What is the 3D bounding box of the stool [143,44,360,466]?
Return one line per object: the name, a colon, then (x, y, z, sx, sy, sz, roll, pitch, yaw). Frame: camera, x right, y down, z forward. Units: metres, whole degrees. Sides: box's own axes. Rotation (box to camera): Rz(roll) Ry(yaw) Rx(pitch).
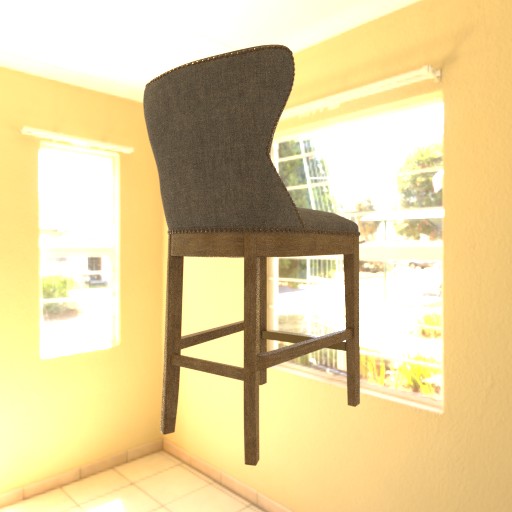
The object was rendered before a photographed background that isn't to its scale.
stool: (0.000, 0.000, 1.318, 0.498, 0.981, 0.608, 1, 1, 36)
